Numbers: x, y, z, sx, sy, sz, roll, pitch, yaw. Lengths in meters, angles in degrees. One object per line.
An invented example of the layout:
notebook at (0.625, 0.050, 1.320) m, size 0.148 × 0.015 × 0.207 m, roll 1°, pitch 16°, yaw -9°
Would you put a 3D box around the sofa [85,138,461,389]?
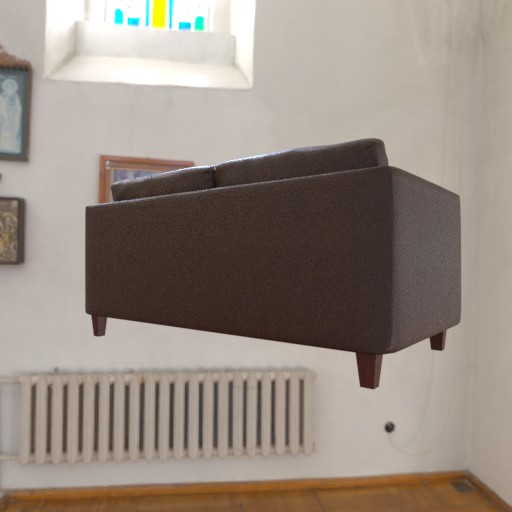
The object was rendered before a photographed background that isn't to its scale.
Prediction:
sofa at (0.000, 0.000, 2.402) m, size 1.883 × 0.933 × 0.951 m, roll 0°, pitch 0°, yaw 38°
